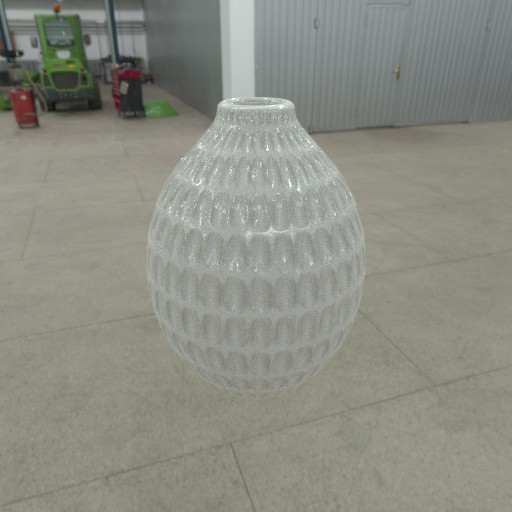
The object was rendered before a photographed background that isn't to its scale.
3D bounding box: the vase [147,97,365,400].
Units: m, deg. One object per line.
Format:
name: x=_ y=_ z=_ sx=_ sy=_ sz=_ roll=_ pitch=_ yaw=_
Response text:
vase: x=0.000 y=0.000 z=0.335 sx=0.162 sy=0.223 sz=0.162 roll=0 pitch=26 yaw=0
